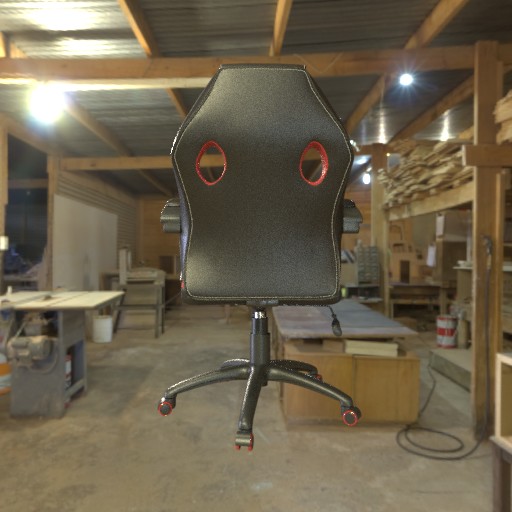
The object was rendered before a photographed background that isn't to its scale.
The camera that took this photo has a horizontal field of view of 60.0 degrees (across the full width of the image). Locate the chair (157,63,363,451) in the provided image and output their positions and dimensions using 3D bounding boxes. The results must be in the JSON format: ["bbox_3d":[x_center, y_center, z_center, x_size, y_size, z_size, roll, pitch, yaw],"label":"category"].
[{"bbox_3d":[0.000,0.000,1.716,0.750,1.189,0.783,0,1,-1],"label":"chair"}]
